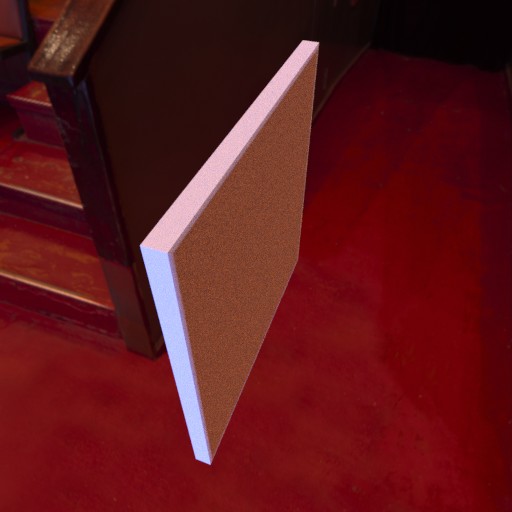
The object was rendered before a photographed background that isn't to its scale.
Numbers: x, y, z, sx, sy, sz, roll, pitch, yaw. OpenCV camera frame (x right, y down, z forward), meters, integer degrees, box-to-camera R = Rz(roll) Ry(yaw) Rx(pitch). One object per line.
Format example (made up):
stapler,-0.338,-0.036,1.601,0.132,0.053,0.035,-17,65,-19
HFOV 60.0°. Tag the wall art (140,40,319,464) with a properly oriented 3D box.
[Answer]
wall art,0.000,0.000,1.106,0.041,0.765,0.768,15,48,14
